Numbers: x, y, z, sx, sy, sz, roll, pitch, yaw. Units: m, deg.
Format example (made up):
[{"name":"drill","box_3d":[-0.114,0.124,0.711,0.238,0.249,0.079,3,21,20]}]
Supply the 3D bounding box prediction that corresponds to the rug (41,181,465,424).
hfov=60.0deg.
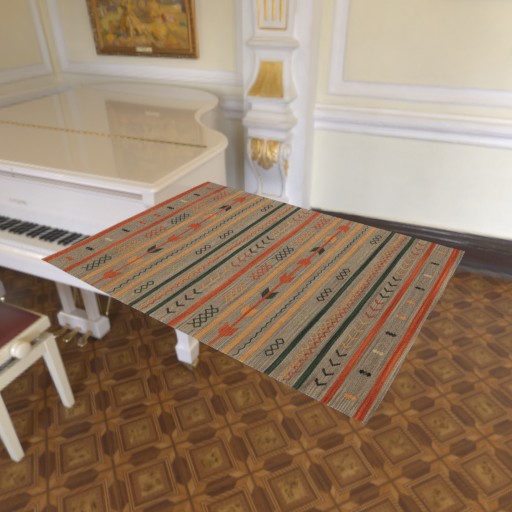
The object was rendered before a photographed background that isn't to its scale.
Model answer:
[{"name":"rug","box_3d":[0.000,0.000,3.935,3.029,0.022,2.263,20,36,29]}]
